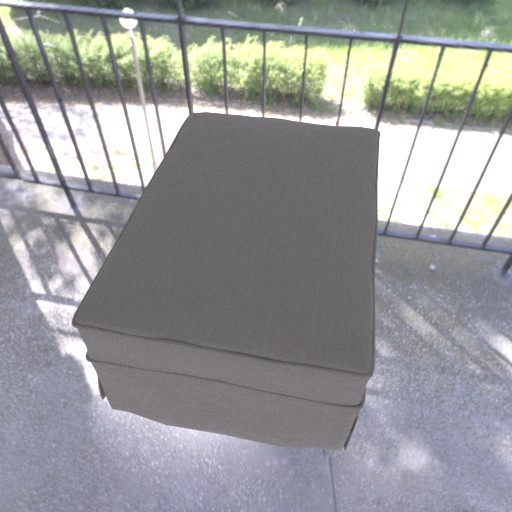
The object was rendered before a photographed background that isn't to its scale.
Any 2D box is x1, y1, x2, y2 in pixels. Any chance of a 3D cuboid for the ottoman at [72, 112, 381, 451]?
[{"bbox_3d":[0.000,0.000,1.329,0.703,0.479,0.944,8,48,7],"label":"ottoman"}]
